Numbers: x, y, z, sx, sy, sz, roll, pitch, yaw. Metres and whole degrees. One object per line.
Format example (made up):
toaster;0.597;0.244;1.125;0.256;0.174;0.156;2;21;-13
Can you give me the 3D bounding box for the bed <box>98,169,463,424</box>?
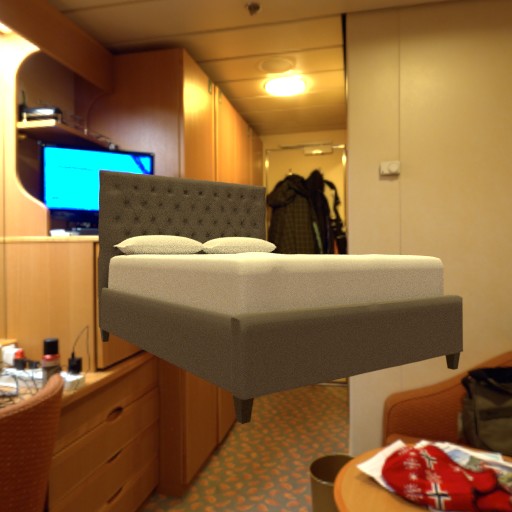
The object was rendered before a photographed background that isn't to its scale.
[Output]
bed;0.000;0.000;3.248;1.696;1.426;2.233;0;0;-34
